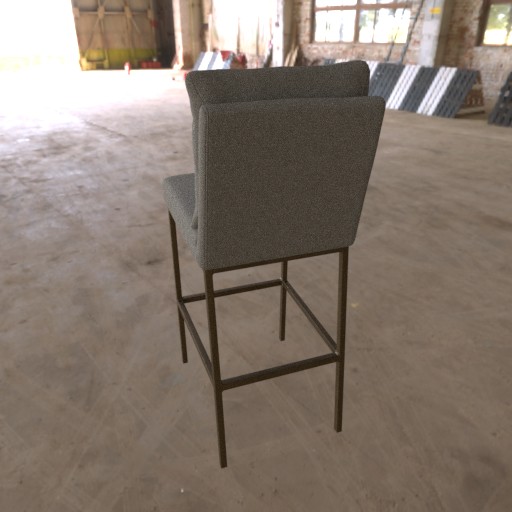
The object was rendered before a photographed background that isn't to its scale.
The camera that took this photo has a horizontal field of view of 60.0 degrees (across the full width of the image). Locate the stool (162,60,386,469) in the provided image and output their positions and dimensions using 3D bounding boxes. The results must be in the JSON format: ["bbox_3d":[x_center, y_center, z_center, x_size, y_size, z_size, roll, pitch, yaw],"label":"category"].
[{"bbox_3d":[0.000,0.000,1.386,0.463,1.132,0.569,-9,28,-18],"label":"stool"}]
